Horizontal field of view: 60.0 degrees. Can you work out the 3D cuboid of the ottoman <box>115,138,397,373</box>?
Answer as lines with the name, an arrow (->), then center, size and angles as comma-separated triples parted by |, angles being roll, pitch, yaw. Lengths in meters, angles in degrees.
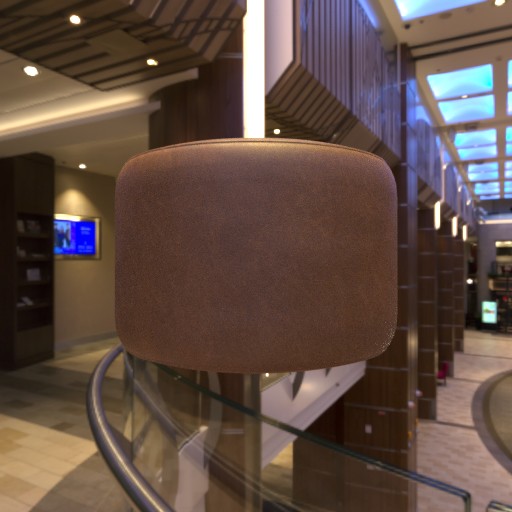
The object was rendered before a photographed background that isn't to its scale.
ottoman -> 0.000, 0.000, 1.000 | 0.607, 0.438, 0.607 | 0, 0, 0
